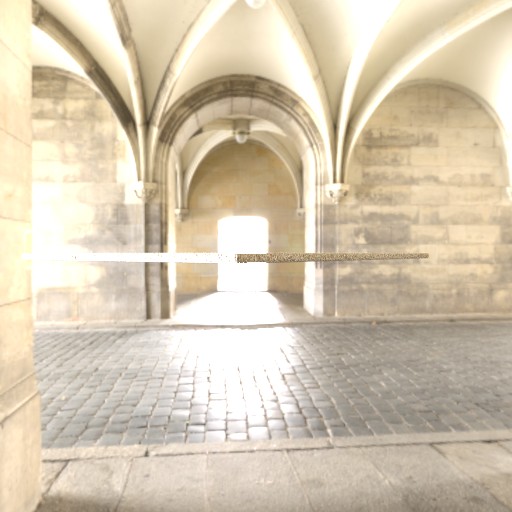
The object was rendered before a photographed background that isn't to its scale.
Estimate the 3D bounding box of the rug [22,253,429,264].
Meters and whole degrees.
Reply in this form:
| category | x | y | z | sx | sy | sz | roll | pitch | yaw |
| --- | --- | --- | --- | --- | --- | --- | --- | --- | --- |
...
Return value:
| category | x | y | z | sx | sy | sz | roll | pitch | yaw |
| --- | --- | --- | --- | --- | --- | --- | --- | --- | --- |
| rug | 0.000 | 0.000 | 2.264 | 1.219 | 0.030 | 1.778 | 0 | 0 | 37 |
